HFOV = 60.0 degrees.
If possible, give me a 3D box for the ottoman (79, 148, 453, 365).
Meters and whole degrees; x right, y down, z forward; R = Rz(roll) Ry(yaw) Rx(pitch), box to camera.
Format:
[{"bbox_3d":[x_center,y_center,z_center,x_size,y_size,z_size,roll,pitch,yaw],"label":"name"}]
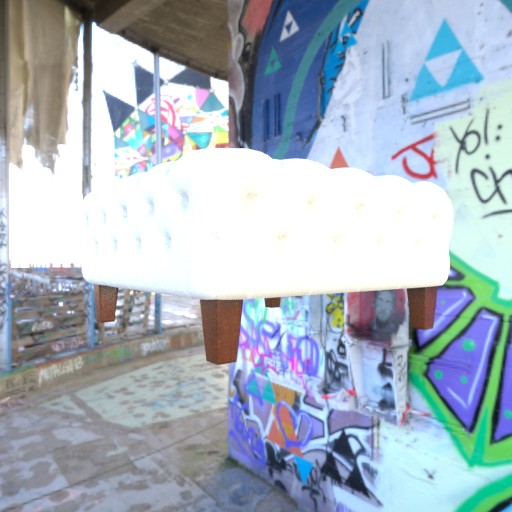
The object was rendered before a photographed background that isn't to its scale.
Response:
[{"bbox_3d":[0.000,0.000,1.211,0.755,0.376,0.753,0,0,-37],"label":"ottoman"}]
